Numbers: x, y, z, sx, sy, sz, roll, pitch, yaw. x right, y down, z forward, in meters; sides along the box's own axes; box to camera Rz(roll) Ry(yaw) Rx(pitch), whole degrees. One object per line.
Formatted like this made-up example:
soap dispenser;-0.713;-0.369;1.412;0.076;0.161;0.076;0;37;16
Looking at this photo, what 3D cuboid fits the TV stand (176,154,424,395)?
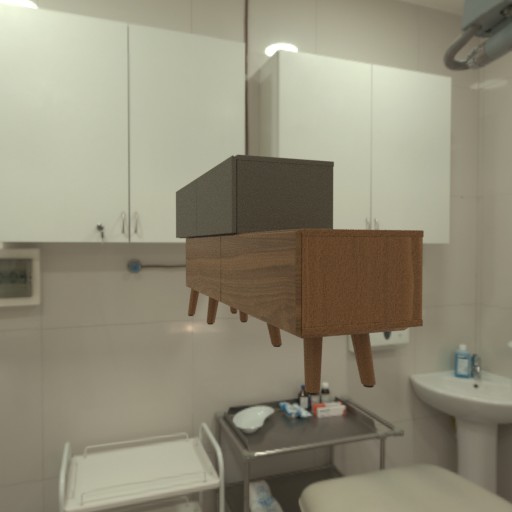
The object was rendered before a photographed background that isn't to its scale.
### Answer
TV stand;0.000;0.000;1.552;0.329;0.591;1.336;-1;2;-20
